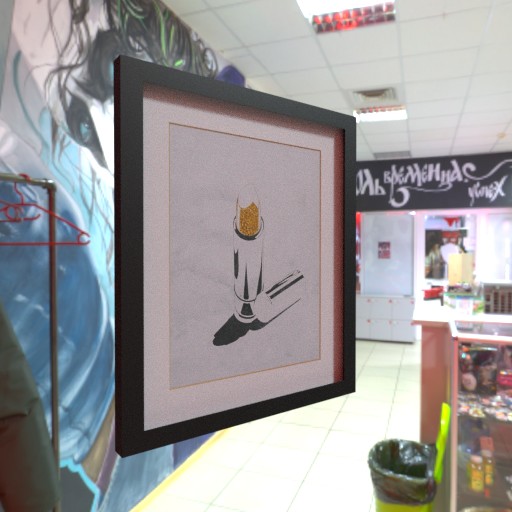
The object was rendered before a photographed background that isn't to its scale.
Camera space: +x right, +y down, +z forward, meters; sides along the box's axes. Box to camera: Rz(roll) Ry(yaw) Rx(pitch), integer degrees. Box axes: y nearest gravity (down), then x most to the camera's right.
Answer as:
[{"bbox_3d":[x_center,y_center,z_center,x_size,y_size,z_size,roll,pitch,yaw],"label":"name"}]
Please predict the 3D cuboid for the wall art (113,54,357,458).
[{"bbox_3d":[0.000,0.000,0.523,0.330,0.381,0.019,-1,1,-36],"label":"wall art"}]
